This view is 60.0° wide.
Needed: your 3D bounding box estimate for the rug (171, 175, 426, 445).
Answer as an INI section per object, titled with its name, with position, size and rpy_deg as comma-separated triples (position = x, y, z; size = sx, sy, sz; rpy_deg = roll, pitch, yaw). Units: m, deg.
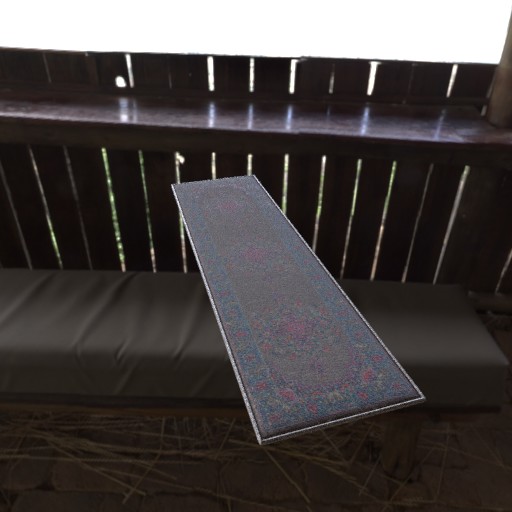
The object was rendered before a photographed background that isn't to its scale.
[rug]
position = 0.000, 0.000, 2.512
size = 0.659, 0.019, 2.297
rpy_deg = -9, 34, -14
